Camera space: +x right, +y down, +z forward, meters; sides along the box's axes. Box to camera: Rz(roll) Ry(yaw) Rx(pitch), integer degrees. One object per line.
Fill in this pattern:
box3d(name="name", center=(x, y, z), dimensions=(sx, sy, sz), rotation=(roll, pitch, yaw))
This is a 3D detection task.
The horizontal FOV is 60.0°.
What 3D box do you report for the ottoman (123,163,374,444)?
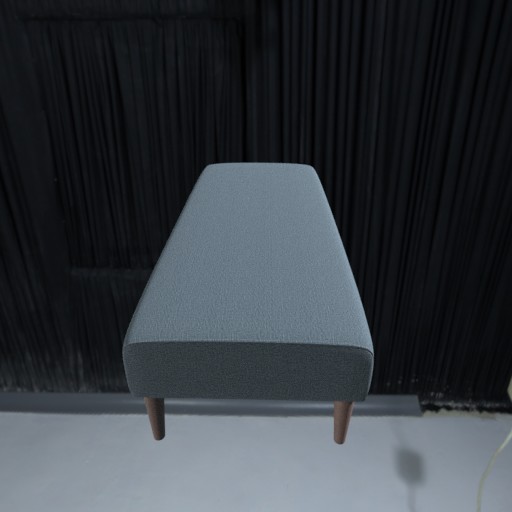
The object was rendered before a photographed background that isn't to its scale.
box3d(name="ottoman", center=(0.000, 0.000, 1.840), dimensions=(0.646, 0.393, 1.609), rotation=(1, 27, 1))
